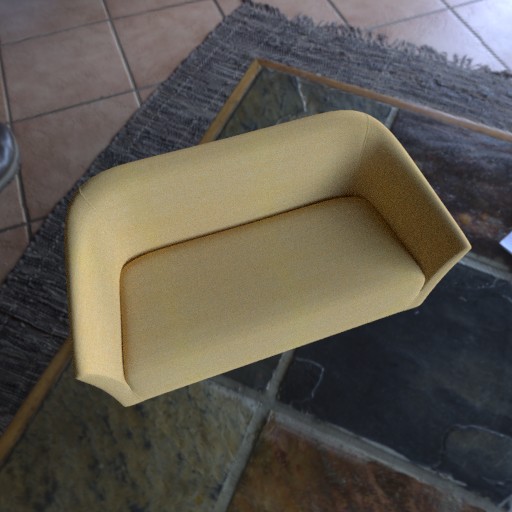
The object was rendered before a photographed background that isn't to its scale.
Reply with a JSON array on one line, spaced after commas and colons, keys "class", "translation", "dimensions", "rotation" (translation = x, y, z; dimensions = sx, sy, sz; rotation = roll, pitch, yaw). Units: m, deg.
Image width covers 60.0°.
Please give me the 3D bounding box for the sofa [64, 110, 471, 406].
[{"class": "sofa", "translation": [0.000, 0.000, 1.856], "dimensions": [1.452, 0.721, 0.705], "rotation": [-17, 62, -9]}]
